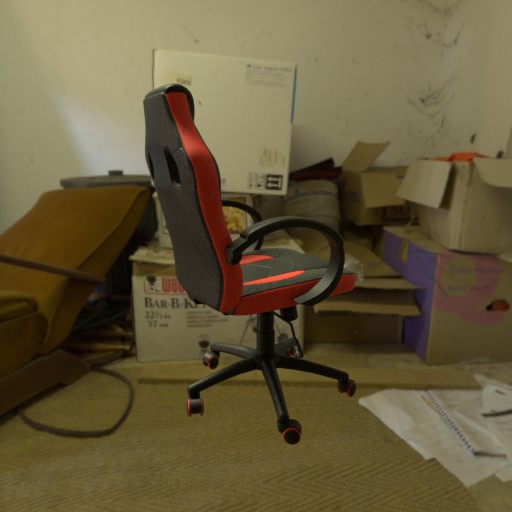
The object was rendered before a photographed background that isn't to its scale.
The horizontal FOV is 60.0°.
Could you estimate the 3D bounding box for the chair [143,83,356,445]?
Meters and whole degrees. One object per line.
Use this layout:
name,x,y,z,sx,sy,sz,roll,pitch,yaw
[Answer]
chair,0.000,0.000,1.444,0.642,1.016,0.600,-7,15,-27
